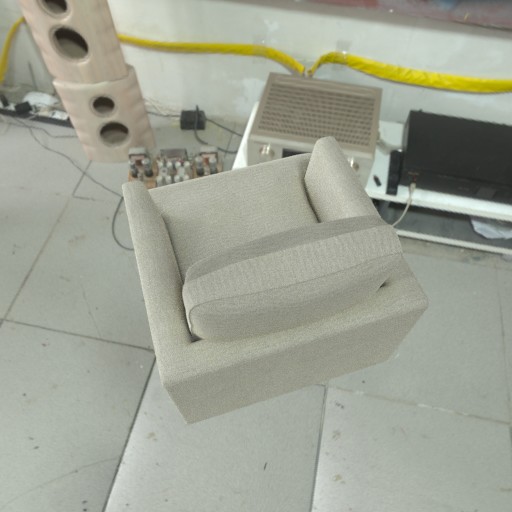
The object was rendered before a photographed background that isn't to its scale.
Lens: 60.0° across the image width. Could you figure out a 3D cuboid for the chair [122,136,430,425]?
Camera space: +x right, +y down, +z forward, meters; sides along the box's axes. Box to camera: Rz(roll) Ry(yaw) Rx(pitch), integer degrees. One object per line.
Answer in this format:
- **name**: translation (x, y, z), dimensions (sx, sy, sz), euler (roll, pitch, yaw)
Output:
- **chair**: translation (0.000, 0.000, 1.656), dimensions (0.858, 0.957, 0.899), euler (-15, 59, -9)
